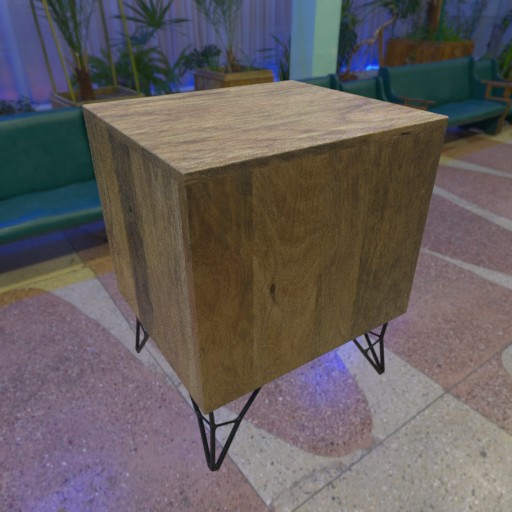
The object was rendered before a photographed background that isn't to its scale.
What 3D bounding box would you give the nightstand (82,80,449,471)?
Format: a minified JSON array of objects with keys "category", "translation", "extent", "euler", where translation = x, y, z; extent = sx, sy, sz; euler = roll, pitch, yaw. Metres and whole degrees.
[{"category":"nightstand","translation":[0.000,0.000,0.872],"extent":[0.457,0.559,0.406],"euler":[-19,35,-28]}]
